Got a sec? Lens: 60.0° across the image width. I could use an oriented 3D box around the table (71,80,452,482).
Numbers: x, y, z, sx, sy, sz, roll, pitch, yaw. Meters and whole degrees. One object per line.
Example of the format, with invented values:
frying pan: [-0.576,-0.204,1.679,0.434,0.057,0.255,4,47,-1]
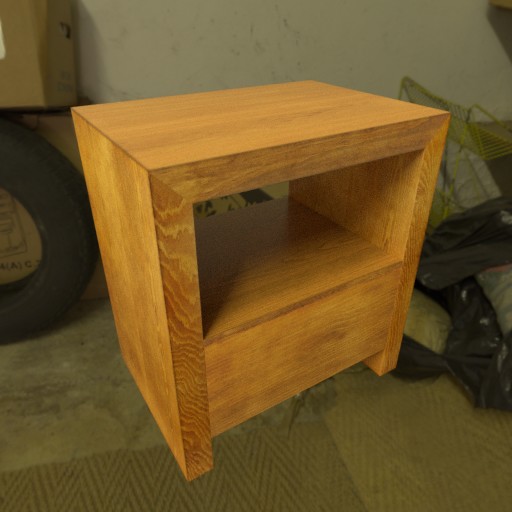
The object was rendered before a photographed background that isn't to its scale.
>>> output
table: [0.000,0.000,0.941,0.550,0.605,0.400,-18,35,-27]
